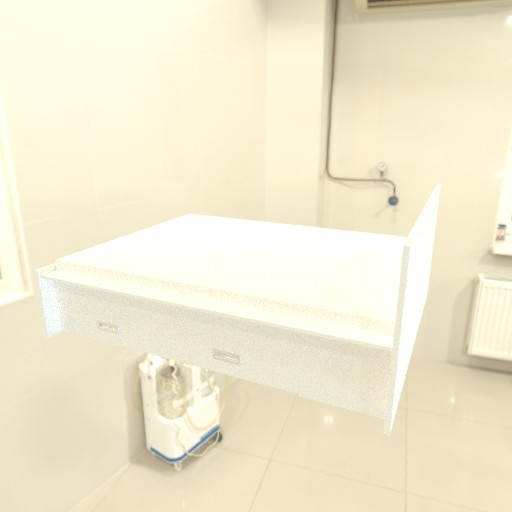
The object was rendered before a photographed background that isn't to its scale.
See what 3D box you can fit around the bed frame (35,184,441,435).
[{"bbox_3d":[0.000,0.000,2.773,1.960,0.800,1.622,8,19,24],"label":"bed frame"}]
